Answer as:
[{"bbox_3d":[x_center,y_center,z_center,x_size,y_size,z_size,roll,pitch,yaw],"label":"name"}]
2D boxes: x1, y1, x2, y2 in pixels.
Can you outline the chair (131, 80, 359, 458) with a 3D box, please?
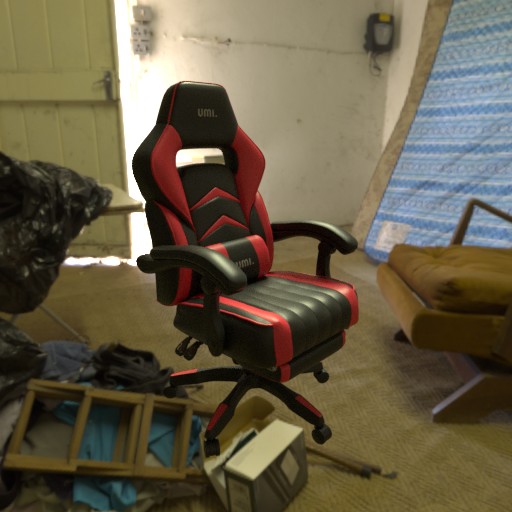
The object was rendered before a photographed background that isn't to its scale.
[{"bbox_3d":[0.000,0.000,1.609,0.700,1.220,0.700,14,21,42],"label":"chair"}]
